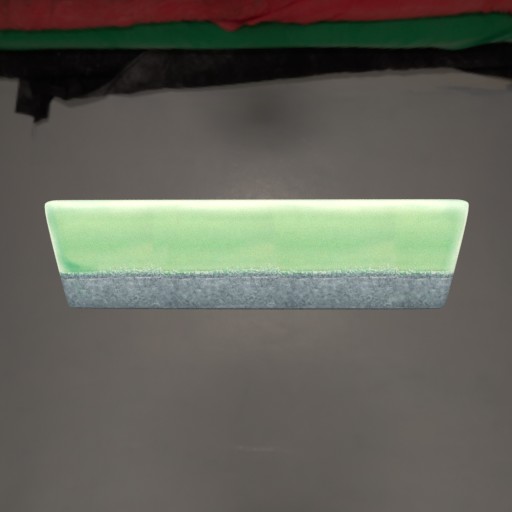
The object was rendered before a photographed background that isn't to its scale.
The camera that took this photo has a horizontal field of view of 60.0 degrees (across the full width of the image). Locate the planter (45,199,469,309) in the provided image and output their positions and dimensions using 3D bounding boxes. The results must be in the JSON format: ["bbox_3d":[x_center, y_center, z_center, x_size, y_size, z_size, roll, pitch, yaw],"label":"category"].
[{"bbox_3d":[0.000,0.000,0.316,0.275,0.072,0.072,0,0,1],"label":"planter"}]
